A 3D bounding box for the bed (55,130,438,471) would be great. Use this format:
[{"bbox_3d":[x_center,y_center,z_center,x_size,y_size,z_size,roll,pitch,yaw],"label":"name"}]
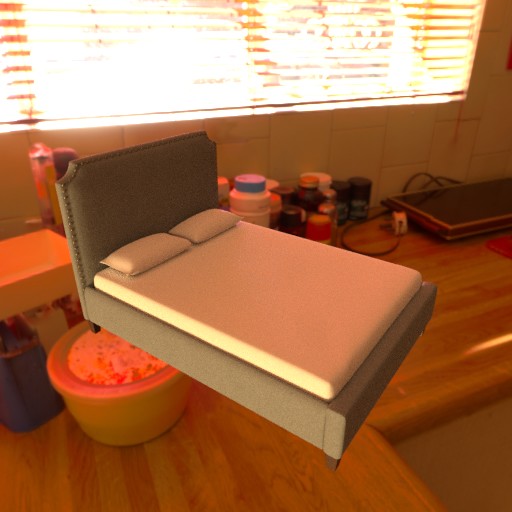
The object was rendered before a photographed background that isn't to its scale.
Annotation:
[{"bbox_3d":[0.000,0.000,3.420,2.372,1.443,1.712,18,32,32],"label":"bed"}]
